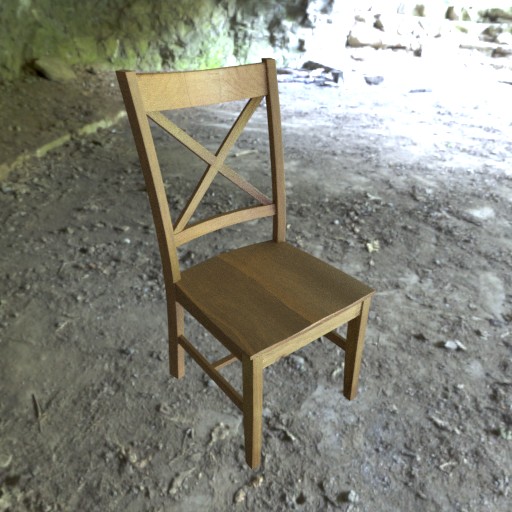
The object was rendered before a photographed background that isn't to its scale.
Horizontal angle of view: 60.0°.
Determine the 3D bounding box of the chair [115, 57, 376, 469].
[{"bbox_3d":[0.000,0.000,1.280,0.485,0.983,0.542,-21,36,-32],"label":"chair"}]
